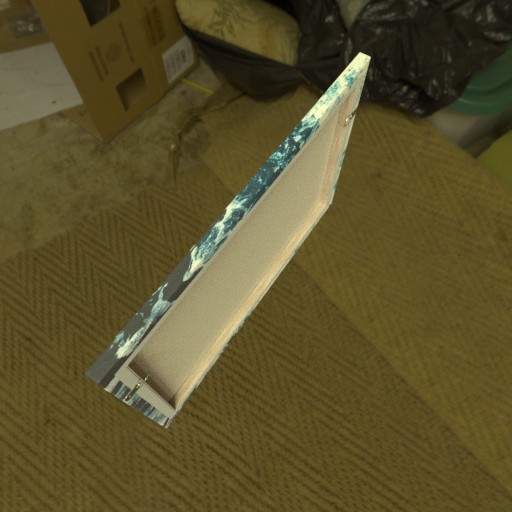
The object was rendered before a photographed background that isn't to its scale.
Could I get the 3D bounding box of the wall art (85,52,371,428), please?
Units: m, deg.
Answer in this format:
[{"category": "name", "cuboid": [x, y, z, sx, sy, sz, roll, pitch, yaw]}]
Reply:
[{"category": "wall art", "cuboid": [0.000, 0.000, 1.901, 0.055, 1.017, 1.524, 31, 67, 15]}]
